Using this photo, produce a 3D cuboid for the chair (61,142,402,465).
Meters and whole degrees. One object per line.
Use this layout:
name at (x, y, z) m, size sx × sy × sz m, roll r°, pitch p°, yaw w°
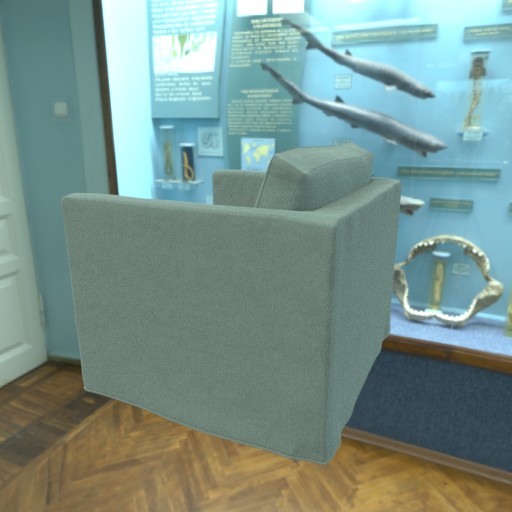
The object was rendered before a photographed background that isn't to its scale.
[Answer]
chair at (0.000, 0.000, 1.749) m, size 0.949 × 0.863 × 1.057 m, roll 8°, pitch 18°, yaw 25°
